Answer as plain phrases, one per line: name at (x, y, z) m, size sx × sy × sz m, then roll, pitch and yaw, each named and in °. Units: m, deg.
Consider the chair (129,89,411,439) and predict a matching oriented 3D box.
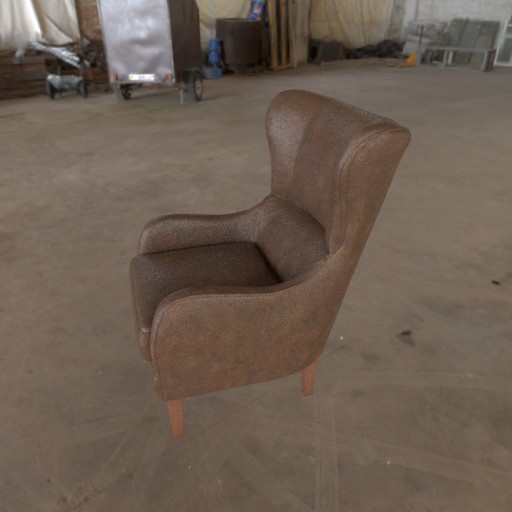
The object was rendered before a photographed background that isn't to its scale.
chair at (0.000, 0.000, 1.620) m, size 0.914 × 1.048 × 0.692 m, roll -8°, pitch 30°, yaw -15°
